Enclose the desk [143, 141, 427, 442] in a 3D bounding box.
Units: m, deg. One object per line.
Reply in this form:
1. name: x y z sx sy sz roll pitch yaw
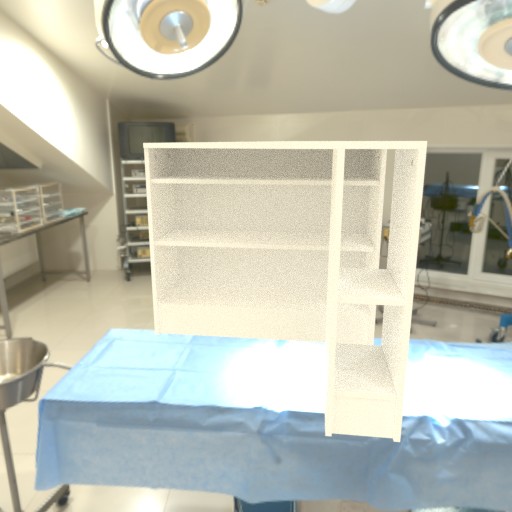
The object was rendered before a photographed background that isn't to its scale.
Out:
1. desk: 0.000 0.000 1.651 0.940 0.818 0.926 2 14 7
